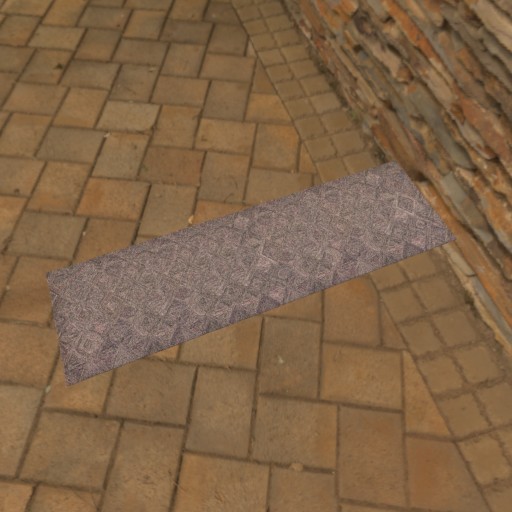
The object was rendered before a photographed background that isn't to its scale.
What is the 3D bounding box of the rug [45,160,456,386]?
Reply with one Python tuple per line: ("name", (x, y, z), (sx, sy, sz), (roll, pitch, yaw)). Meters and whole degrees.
("rug", (0.000, 0.000, 2.568), (2.296, 0.011, 0.691), (-19, 60, -11))
